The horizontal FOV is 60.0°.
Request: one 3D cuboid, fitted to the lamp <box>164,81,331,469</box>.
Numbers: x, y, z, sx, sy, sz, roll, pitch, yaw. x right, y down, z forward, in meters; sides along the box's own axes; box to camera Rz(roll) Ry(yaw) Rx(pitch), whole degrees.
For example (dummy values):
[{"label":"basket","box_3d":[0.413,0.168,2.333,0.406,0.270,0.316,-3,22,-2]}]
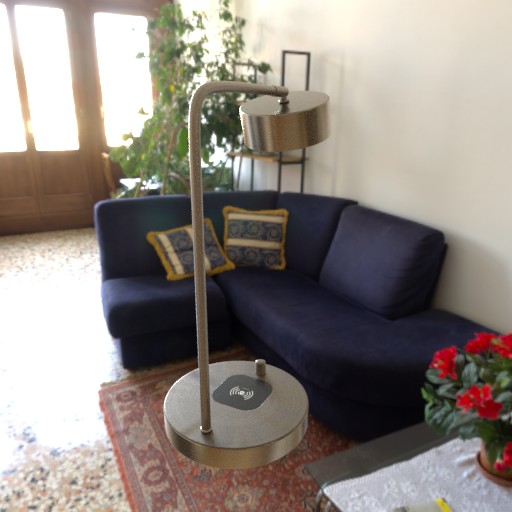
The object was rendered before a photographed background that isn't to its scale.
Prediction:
[{"label":"lamp","box_3d":[0.000,0.000,0.644,0.211,0.469,0.334,9,20,26]}]
